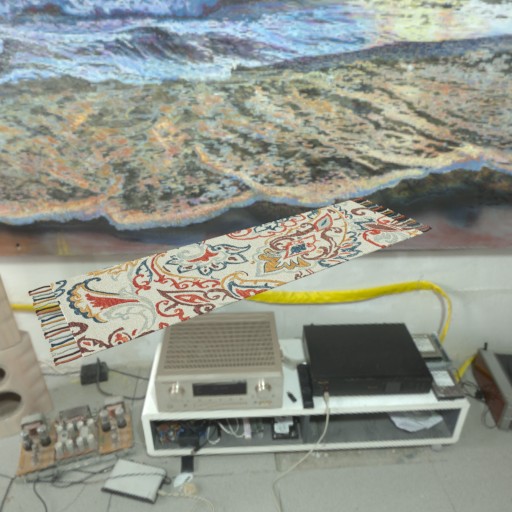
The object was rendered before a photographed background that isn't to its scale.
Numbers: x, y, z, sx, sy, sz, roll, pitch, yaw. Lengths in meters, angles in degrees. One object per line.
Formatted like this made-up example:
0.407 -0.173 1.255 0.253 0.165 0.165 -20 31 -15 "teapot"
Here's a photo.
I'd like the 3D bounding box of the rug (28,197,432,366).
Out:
0.000 0.000 2.944 2.682 0.015 0.763 -18 33 -29 "rug"
